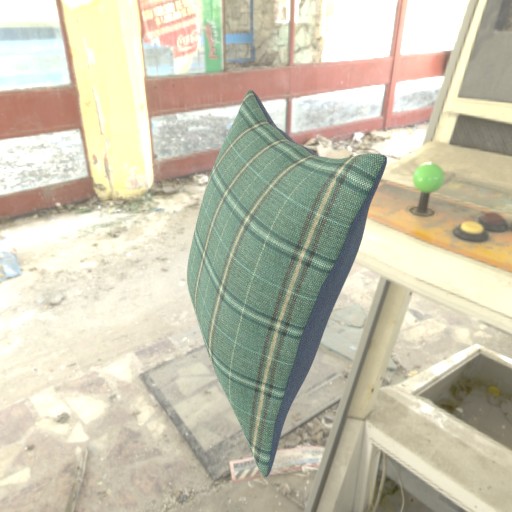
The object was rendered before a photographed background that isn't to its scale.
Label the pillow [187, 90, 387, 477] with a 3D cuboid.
[{"bbox_3d":[0.000,0.000,0.692,0.200,0.430,0.453,-8,30,-15],"label":"pillow"}]
